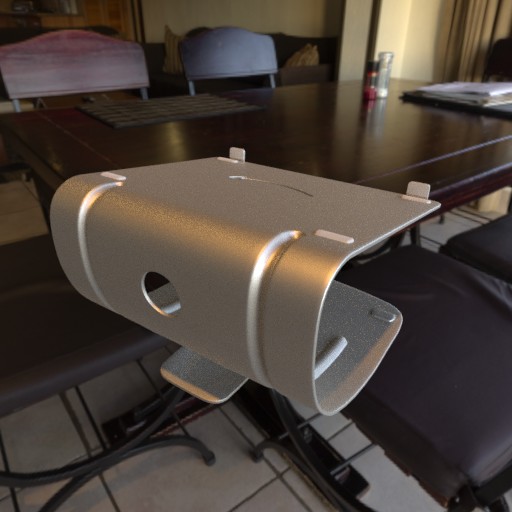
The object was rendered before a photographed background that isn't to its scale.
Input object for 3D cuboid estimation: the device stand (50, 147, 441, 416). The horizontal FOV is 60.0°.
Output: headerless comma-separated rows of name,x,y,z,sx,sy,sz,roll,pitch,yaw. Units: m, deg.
device stand,0.000,0.000,0.401,0.256,0.155,0.236,18,34,29
